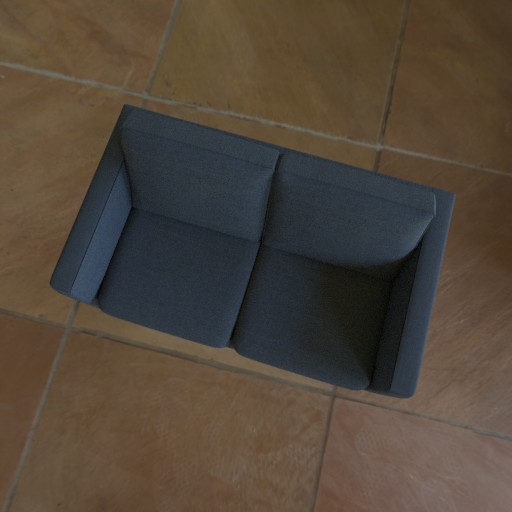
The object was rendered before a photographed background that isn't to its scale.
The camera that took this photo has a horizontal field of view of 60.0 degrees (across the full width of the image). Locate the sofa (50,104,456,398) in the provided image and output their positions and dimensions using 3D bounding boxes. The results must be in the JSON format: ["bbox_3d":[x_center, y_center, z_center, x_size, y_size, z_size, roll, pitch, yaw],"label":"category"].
[{"bbox_3d":[0.000,0.000,2.261,1.659,0.907,0.999,16,76,4],"label":"sofa"}]
